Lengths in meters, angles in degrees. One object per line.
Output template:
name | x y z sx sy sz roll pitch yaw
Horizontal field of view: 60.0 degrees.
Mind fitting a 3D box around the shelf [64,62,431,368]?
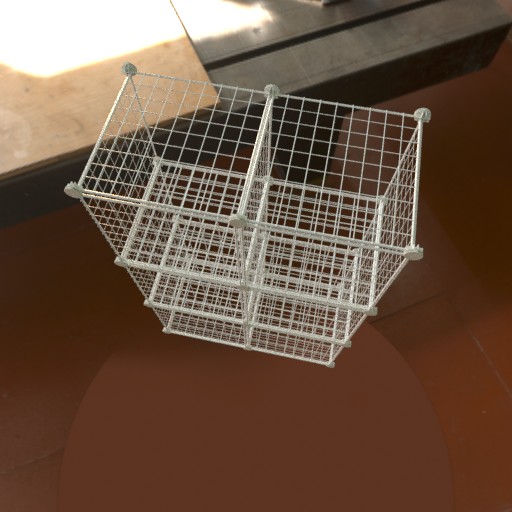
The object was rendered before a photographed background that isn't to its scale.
shelf | 0.000 0.000 1.402 0.711 1.067 0.356 11 65 5
